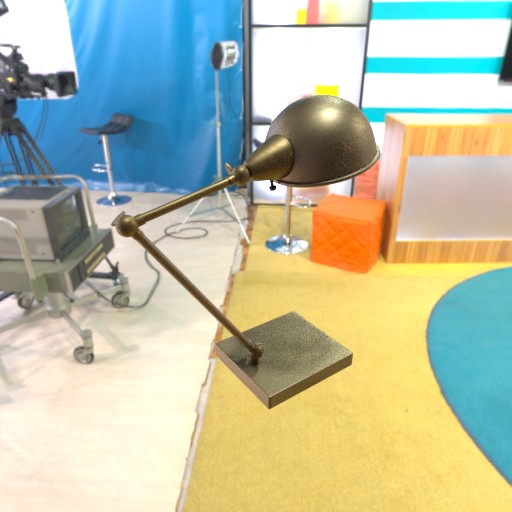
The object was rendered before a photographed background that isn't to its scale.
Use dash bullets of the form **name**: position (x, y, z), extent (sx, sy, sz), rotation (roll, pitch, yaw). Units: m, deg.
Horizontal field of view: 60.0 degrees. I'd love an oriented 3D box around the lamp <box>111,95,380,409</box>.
- **lamp**: position (0.000, 0.000, 0.558), extent (0.339, 0.371, 0.149), rotation (-17, 31, -31)
